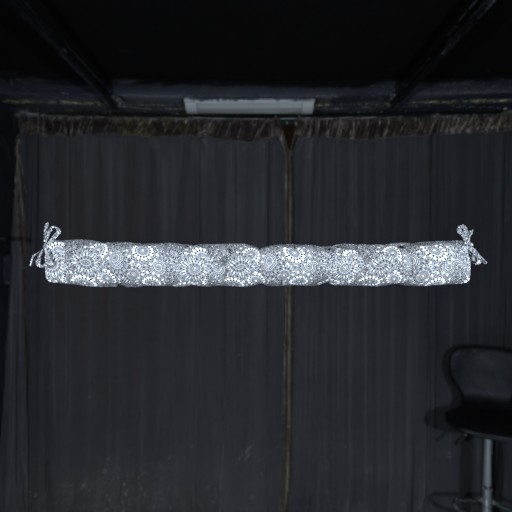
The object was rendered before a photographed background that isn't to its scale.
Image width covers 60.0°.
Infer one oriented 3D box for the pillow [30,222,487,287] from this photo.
[{"bbox_3d":[0.000,0.000,1.337,1.194,0.174,0.511,0,0,-1],"label":"pillow"}]
